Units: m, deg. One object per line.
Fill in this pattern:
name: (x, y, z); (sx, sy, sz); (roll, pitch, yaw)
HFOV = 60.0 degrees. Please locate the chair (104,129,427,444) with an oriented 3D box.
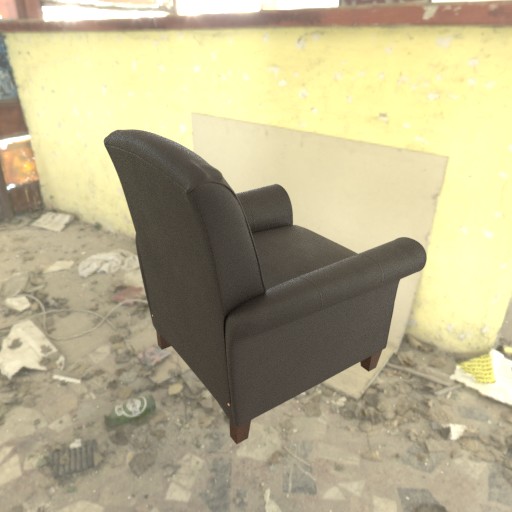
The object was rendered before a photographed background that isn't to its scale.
chair: (0.000, 0.000, 1.812); (0.902, 1.061, 0.978); (-17, 31, -31)
